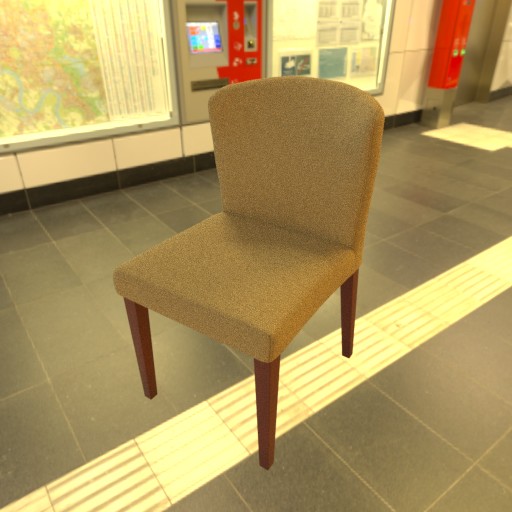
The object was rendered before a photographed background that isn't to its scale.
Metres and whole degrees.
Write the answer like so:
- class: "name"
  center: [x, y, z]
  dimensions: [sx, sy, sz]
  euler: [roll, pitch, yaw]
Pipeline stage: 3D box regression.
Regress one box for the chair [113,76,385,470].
- class: "chair"
  center: [0.000, 0.000, 1.192]
  dimensions: [0.491, 0.839, 0.589]
  euler: [18, 34, 29]
